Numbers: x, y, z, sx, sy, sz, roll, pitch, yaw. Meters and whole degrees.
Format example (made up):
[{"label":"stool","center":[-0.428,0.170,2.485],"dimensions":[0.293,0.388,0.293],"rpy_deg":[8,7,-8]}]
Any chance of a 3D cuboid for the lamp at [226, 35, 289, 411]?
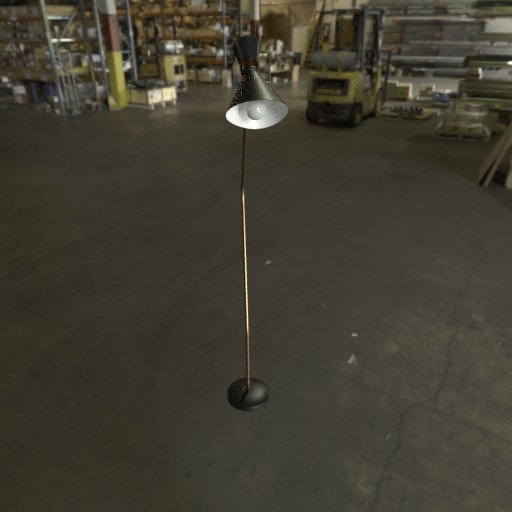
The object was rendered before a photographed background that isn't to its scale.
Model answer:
[{"label":"lamp","center":[0.000,0.000,1.615],"dimensions":[0.277,1.438,0.467],"rpy_deg":[8,28,15]}]
